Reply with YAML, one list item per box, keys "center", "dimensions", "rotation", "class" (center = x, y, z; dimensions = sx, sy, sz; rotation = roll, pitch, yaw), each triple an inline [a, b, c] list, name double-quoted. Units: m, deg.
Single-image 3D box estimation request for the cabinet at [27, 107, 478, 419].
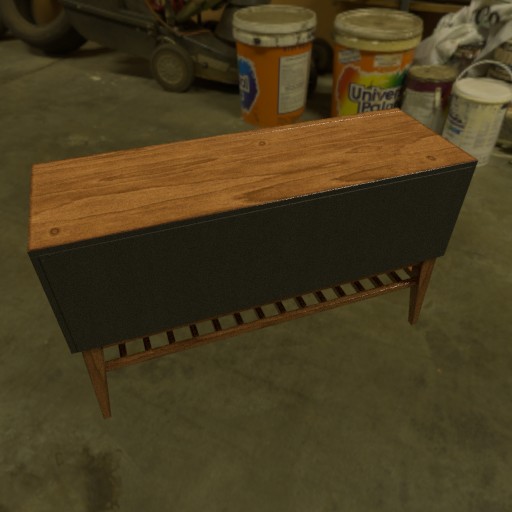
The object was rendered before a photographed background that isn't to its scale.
- center: [0.000, 0.000, 1.692]
  dimensions: [1.363, 0.802, 0.477]
  rotation: [-13, 42, -15]
  class: "cabinet"
